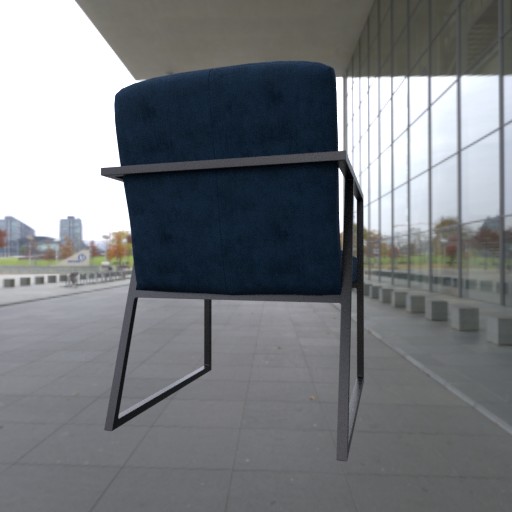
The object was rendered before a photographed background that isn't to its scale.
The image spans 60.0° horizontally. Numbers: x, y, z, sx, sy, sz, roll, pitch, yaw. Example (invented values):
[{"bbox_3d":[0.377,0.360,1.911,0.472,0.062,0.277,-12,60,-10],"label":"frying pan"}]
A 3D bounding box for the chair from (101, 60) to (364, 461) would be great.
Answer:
[{"bbox_3d":[0.000,0.000,1.272,0.571,0.833,0.677,0,-1,17],"label":"chair"}]
